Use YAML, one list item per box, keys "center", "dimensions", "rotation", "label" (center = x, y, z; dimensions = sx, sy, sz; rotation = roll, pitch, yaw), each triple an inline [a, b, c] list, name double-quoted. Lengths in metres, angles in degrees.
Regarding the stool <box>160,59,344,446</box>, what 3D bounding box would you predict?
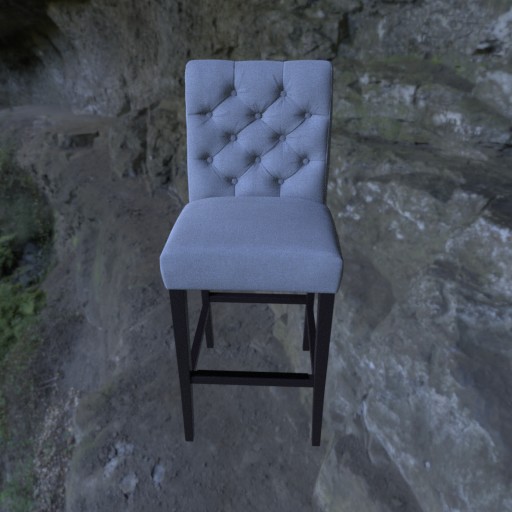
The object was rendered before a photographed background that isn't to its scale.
- center: [0.000, 0.000, 1.462]
  dimensions: [0.493, 1.140, 0.601]
  rotation: [1, 30, 2]
  label: "stool"
